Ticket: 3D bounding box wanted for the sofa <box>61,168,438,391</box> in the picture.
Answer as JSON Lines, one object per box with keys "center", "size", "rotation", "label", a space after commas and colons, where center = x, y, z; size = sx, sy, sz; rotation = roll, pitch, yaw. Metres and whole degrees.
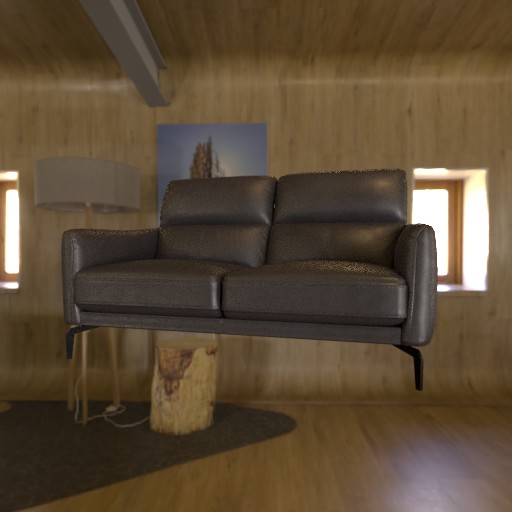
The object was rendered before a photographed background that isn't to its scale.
{"center": [0.000, 0.000, 2.145], "size": [1.596, 0.920, 0.958], "rotation": [0, 1, 17], "label": "sofa"}
